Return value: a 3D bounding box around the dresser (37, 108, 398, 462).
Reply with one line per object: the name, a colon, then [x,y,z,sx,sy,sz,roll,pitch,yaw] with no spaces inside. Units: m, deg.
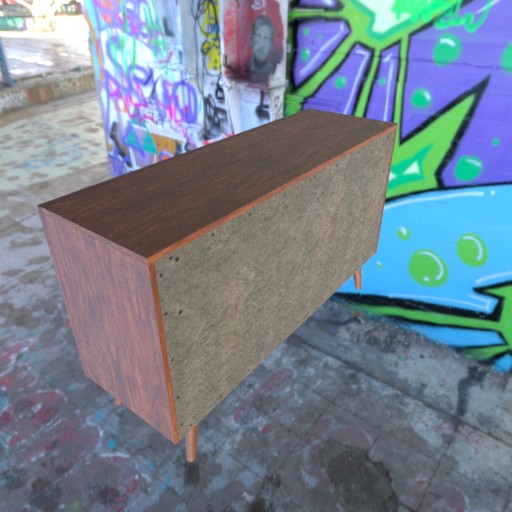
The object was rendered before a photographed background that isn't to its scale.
dresser: [0.000,0.000,1.885,0.500,0.889,1.472,22,38,31]
